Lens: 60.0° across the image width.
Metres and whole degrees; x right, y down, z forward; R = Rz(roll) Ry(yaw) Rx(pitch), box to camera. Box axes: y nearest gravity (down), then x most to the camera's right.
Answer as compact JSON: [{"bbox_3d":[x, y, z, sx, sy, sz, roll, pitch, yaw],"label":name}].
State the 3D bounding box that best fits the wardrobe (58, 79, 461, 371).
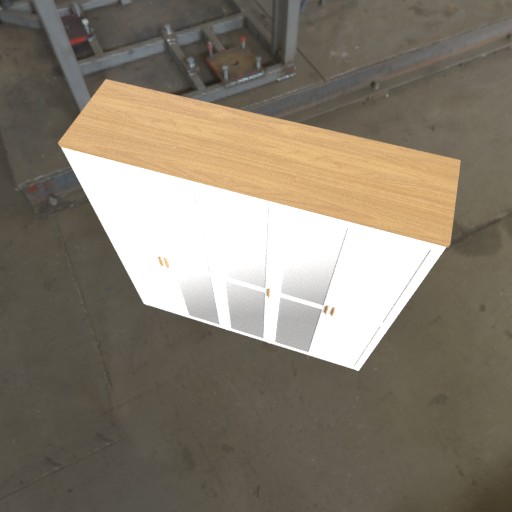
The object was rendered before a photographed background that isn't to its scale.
[{"bbox_3d":[0.000,0.000,3.425,2.160,2.260,0.590,16,61,9],"label":"wardrobe"}]
